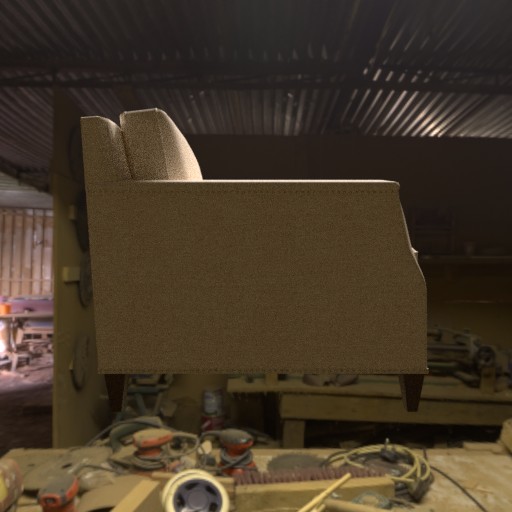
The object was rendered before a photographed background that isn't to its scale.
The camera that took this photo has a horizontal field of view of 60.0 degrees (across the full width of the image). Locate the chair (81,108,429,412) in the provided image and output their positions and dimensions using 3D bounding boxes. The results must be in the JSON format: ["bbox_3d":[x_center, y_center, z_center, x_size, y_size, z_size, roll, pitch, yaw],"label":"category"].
[{"bbox_3d":[0.000,0.000,1.715,1.041,0.940,0.838,0,-1,0],"label":"chair"}]
